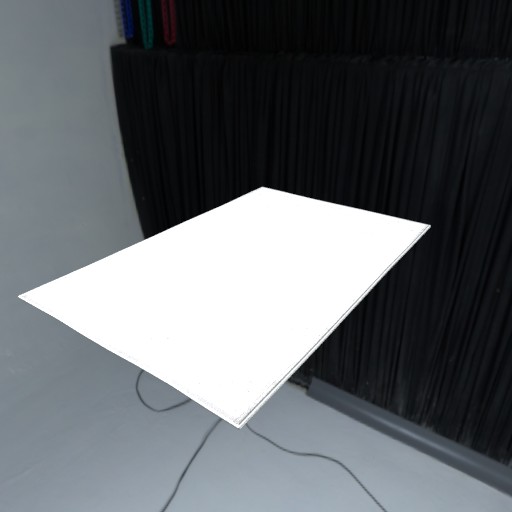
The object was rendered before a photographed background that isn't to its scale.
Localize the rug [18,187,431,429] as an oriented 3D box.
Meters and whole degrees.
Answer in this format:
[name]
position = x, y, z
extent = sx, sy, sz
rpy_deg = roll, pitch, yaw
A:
[rug]
position = 0.000, 0.000, 3.385
extent = 1.819, 0.018, 2.746
rpy_deg = 18, 32, 31
